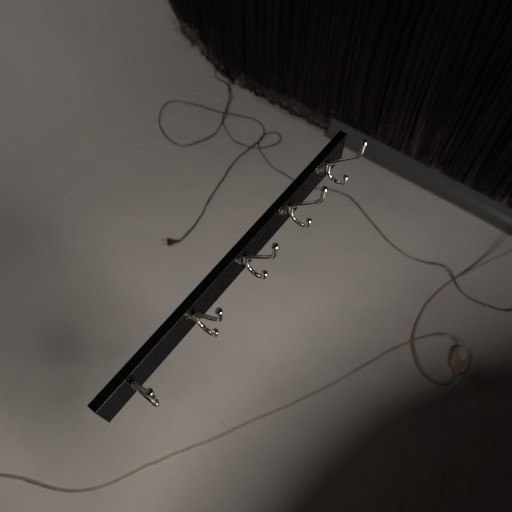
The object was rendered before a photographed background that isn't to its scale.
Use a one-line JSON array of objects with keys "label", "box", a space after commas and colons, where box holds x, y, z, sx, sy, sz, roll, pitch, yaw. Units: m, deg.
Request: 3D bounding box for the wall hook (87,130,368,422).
[{"label": "wall hook", "box": [0.000, 0.000, 0.631, 0.071, 0.117, 0.571, 33, 65, 18]}]
